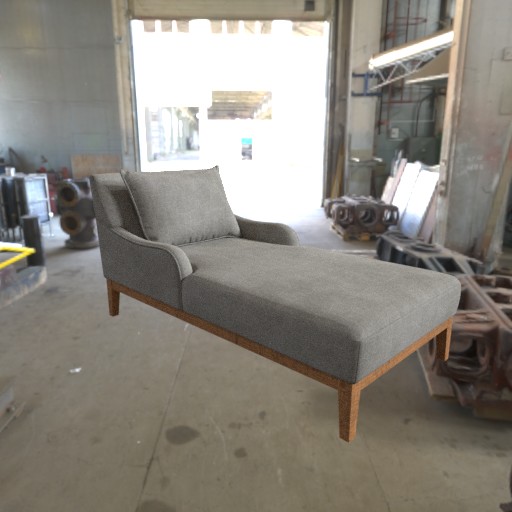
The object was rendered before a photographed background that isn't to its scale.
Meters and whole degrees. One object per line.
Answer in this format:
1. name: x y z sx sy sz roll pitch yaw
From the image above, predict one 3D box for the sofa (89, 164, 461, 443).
1. sofa: 0.000 0.000 2.291 1.779 0.859 0.894 14 20 43
